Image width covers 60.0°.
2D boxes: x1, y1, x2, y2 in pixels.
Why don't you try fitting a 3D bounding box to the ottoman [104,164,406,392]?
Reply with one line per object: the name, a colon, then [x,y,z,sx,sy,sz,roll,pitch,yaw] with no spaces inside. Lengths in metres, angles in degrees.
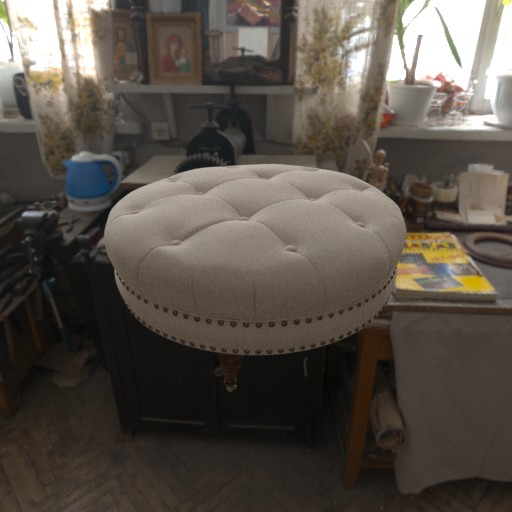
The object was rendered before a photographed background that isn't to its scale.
ottoman: [0.000,0.000,1.502,0.940,0.483,0.940,0,28,0]
